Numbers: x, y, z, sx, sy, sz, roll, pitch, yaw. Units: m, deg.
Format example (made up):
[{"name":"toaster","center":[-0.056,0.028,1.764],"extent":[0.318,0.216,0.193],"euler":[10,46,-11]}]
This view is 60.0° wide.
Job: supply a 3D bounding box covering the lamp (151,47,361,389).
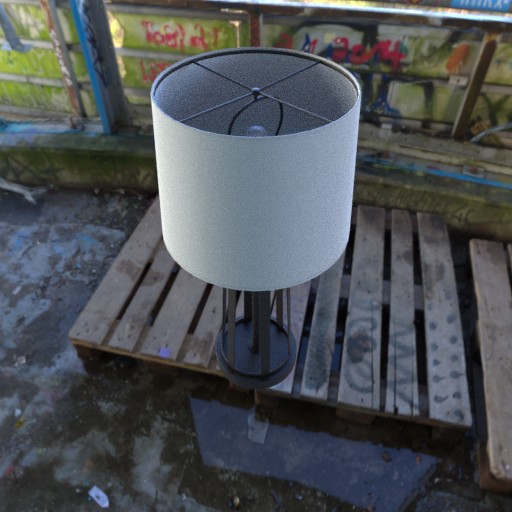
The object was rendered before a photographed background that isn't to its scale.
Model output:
[{"name":"lamp","center":[0.000,0.000,0.648],"extent":[0.251,0.509,0.251],"euler":[0,45,0]}]
